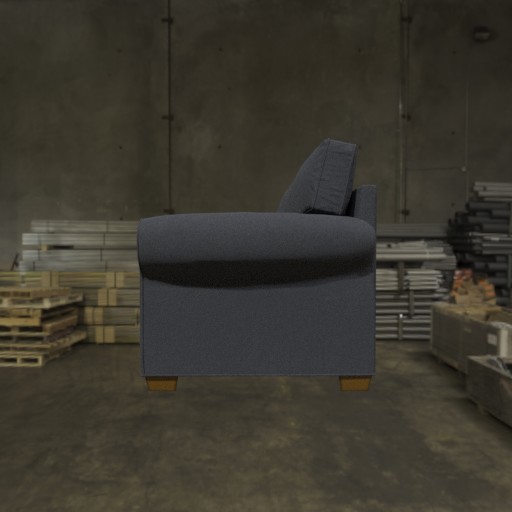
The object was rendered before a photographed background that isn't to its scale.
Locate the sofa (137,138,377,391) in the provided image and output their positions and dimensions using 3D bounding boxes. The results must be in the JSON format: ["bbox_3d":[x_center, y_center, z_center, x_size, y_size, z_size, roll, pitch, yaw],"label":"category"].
[{"bbox_3d":[0.000,0.000,2.637,0.951,1.031,2.009,0,2,0],"label":"sofa"}]
